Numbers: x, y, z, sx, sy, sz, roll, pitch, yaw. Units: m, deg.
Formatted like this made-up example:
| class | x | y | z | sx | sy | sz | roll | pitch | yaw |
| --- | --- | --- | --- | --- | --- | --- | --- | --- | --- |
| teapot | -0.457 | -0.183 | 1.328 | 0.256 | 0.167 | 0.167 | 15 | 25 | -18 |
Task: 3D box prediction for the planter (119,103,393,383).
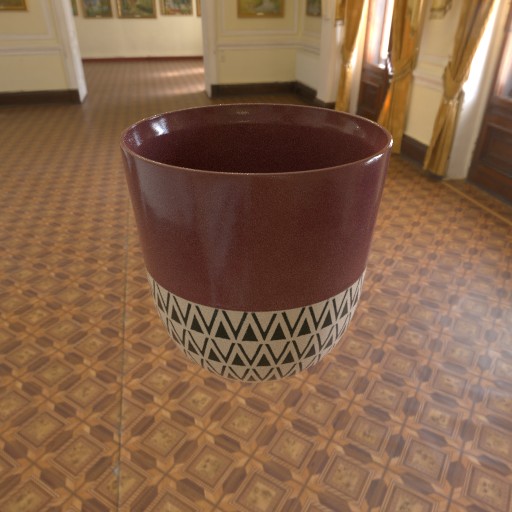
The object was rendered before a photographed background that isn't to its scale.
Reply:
| class | x | y | z | sx | sy | sz | roll | pitch | yaw |
| --- | --- | --- | --- | --- | --- | --- | --- | --- | --- |
| planter | 0.000 | 0.000 | 0.379 | 0.195 | 0.214 | 0.195 | 0 | 30 | 0 |
